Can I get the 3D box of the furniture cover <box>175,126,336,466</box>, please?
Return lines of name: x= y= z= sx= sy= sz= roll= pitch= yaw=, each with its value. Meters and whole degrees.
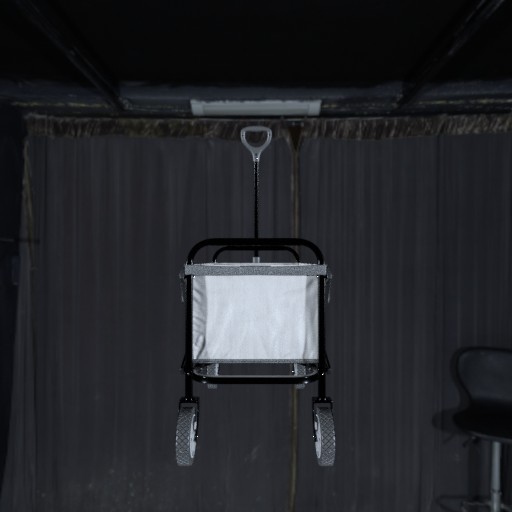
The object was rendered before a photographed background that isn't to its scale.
furniture cover: x=0.000 y=0.000 z=1.818 sx=0.532 sy=1.295 sz=1.038 roll=0 pitch=0 yaw=0
